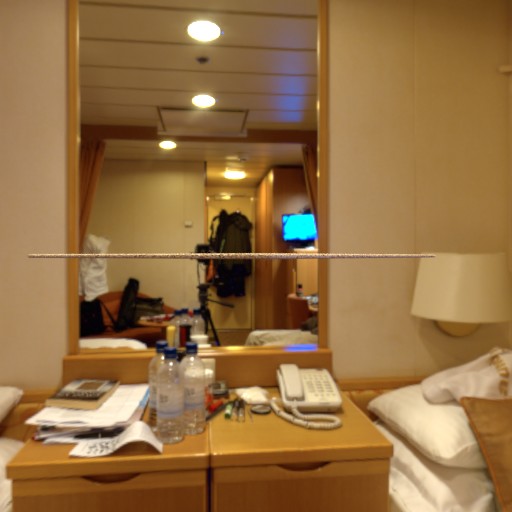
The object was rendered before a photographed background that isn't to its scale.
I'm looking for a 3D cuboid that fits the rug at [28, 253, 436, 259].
[{"bbox_3d":[0.000,0.000,4.132,2.438,0.029,3.047,0,0,37],"label":"rug"}]
